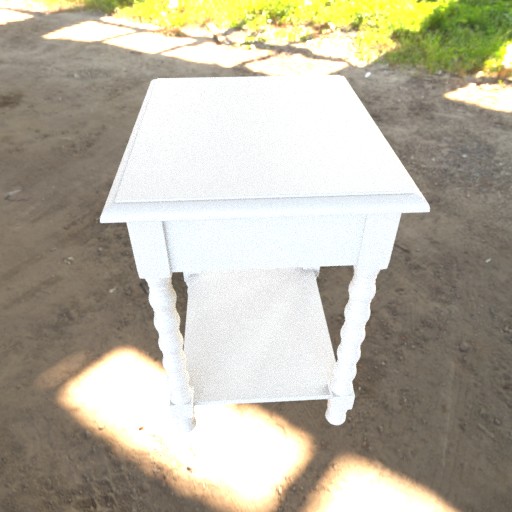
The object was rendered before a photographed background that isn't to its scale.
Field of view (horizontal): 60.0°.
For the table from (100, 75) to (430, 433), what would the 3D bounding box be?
[{"bbox_3d":[0.000,0.000,0.844,0.381,0.531,0.460,-2,40,-3],"label":"table"}]
